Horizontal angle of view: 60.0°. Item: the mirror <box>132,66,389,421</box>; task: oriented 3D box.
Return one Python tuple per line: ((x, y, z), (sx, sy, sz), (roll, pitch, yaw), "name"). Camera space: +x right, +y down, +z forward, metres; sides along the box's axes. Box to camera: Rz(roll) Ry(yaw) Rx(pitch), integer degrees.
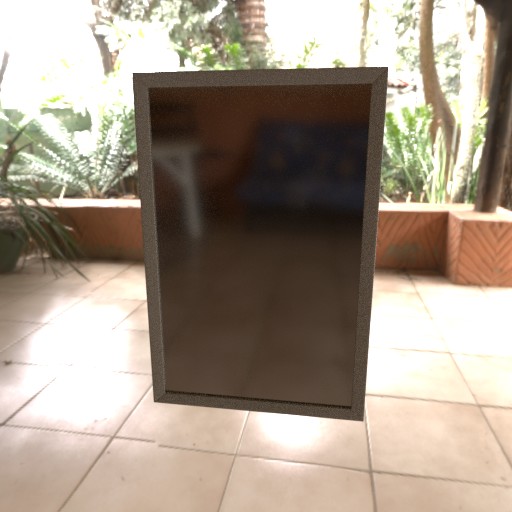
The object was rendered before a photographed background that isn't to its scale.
((0.000, 0.000, 1.174), (0.609, 0.915, 0.040), (2, 15, 8), "mirror")
